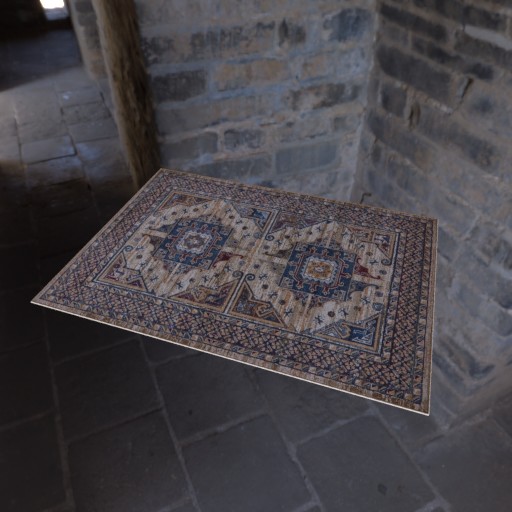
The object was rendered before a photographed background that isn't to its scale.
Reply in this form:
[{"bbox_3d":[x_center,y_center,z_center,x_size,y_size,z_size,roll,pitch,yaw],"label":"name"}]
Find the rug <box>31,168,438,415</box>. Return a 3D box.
[{"bbox_3d":[0.000,0.000,2.886,2.227,0.008,1.611,13,43,14],"label":"rug"}]
